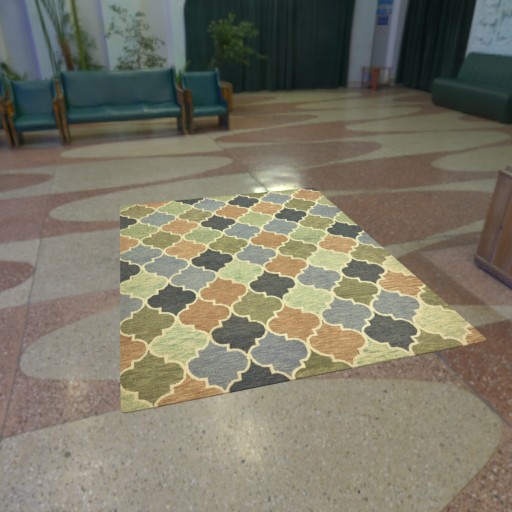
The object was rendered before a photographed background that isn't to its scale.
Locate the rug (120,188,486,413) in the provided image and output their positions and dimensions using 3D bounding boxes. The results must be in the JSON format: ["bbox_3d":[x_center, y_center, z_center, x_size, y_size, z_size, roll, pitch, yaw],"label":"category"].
[{"bbox_3d":[0.000,0.000,4.122,2.439,0.013,3.200,-7,29,-13],"label":"rug"}]
